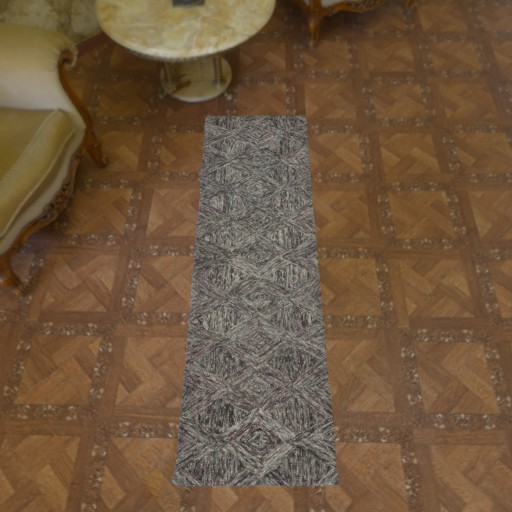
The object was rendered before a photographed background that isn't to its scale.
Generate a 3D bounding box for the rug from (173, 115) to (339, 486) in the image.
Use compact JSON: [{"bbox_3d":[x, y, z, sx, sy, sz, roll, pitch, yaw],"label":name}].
[{"bbox_3d":[0.000,0.000,2.497,0.719,0.013,2.305,0,58,0],"label":"rug"}]
